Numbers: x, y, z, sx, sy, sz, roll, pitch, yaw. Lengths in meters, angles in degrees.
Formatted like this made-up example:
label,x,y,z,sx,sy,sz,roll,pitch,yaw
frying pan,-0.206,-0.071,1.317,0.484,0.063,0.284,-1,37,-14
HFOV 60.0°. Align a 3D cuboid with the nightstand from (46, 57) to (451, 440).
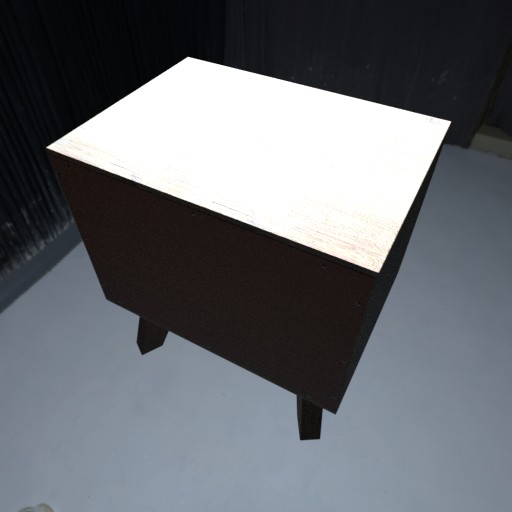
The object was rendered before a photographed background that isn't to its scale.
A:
label,x,y,z,sx,sy,sz,roll,pitch,yaw
nightstand,0.000,0.000,0.951,0.552,0.589,0.396,22,50,19
